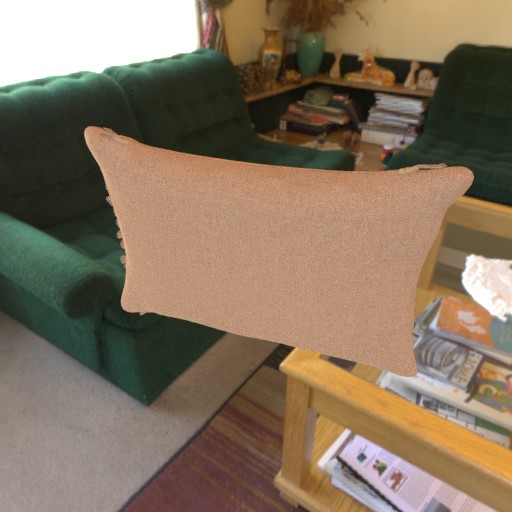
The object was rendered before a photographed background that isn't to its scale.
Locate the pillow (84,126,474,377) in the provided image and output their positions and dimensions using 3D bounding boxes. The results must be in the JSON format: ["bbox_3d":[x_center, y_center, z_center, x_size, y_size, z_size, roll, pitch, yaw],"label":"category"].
[{"bbox_3d":[0.000,0.000,0.587,0.466,0.305,0.084,10,34,15],"label":"pillow"}]
